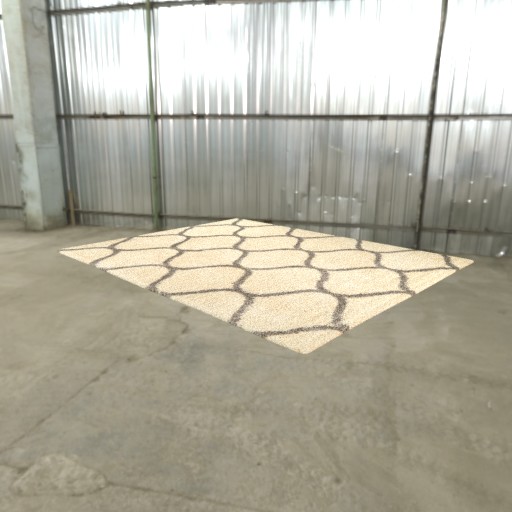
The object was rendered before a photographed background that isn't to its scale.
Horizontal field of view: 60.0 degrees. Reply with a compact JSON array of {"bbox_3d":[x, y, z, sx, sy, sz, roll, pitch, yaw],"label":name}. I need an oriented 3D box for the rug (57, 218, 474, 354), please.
[{"bbox_3d":[0.000,0.000,4.043,3.000,0.026,2.399,14,20,42],"label":"rug"}]
